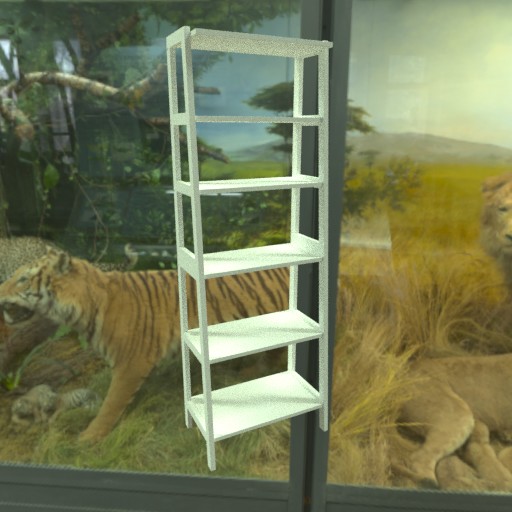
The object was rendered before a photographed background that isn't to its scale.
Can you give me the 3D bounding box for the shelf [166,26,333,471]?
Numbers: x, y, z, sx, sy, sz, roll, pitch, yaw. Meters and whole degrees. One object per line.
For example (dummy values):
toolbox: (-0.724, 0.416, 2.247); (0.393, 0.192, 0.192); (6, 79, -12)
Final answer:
shelf: (0.000, 0.000, 2.096); (0.660, 1.892, 0.381); (-8, 18, -25)
